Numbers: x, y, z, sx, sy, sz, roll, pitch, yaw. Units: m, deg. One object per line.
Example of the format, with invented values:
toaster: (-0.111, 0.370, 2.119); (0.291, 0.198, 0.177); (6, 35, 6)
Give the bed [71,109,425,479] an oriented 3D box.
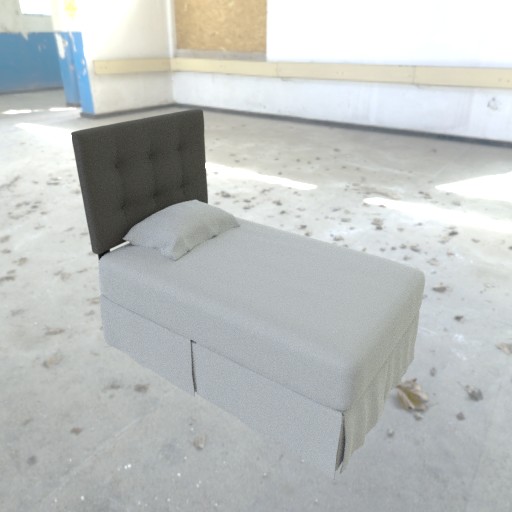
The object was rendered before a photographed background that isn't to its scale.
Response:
bed: (0.000, 0.000, 2.926); (1.997, 1.571, 1.261); (18, 32, 31)
